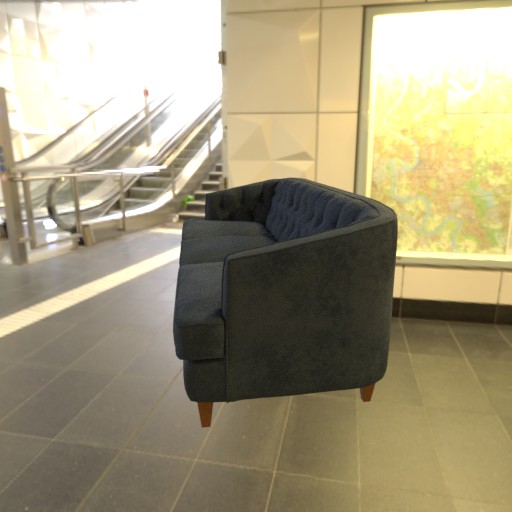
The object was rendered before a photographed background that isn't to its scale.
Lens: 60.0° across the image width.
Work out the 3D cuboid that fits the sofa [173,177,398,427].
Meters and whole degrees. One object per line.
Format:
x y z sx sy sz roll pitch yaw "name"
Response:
0.000 0.000 2.741 0.941 0.855 2.278 -2 14 -8 "sofa"
